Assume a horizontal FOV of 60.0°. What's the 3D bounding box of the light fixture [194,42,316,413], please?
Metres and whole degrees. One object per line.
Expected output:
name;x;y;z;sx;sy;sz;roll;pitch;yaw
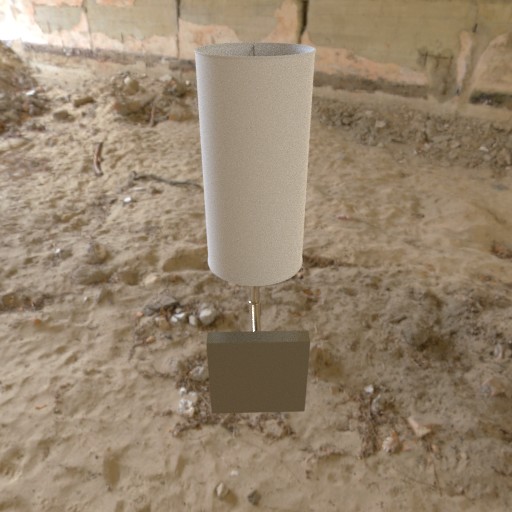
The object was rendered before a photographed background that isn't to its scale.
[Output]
light fixture;0.000;0.000;0.552;0.128;0.462;0.208;-1;31;-1
